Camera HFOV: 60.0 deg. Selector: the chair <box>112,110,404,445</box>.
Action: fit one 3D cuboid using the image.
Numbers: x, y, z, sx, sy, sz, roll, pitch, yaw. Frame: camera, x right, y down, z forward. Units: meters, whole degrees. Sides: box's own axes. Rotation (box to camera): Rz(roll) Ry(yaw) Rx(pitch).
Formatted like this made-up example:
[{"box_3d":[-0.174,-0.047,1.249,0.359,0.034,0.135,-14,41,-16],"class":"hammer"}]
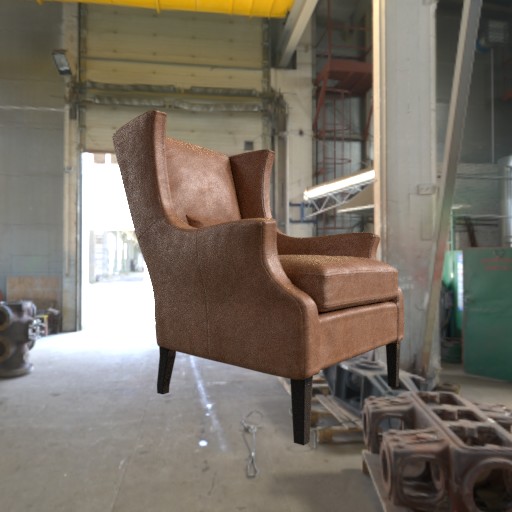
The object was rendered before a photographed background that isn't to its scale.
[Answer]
[{"box_3d":[0.000,0.000,1.720,0.926,1.016,0.853,-1,-1,37],"class":"chair"}]
